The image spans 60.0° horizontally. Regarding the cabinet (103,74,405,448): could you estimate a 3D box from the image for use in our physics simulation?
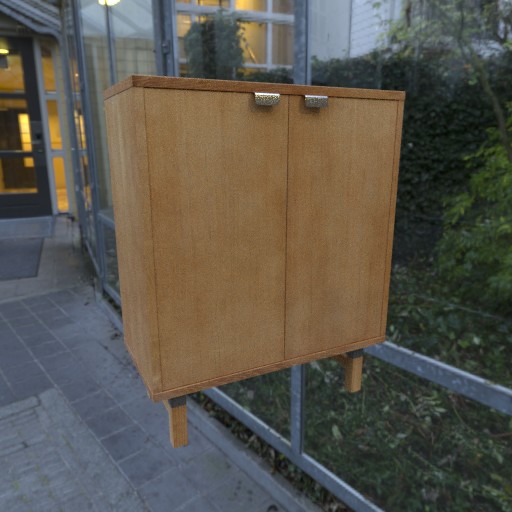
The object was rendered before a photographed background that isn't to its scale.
[{"bbox_3d":[0.000,0.000,1.430,0.800,1.001,0.419,-7,16,-26],"label":"cabinet"}]
